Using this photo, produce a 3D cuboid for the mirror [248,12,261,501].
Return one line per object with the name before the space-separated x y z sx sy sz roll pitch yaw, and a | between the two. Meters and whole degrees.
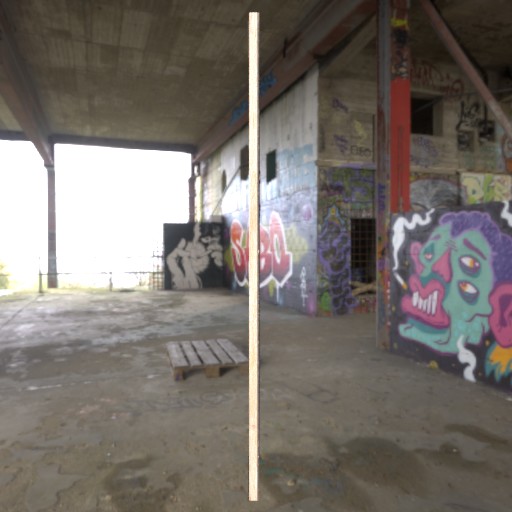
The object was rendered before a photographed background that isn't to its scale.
mirror | 0.000 0.000 1.255 0.025 0.996 0.705 0 1 1
